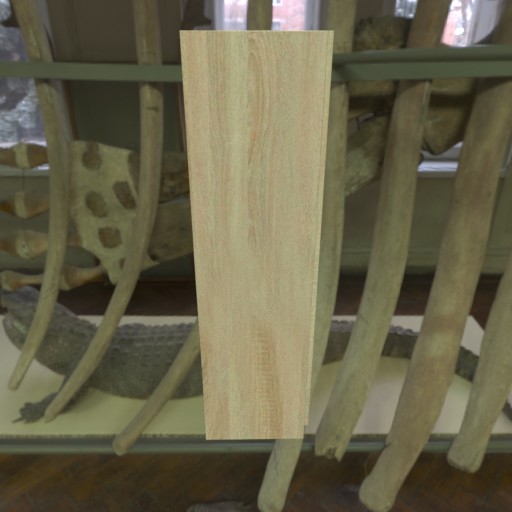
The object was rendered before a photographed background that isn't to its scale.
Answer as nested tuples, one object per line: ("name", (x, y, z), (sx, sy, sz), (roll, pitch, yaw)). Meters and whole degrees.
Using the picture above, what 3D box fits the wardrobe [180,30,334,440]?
("wardrobe", (0.000, 0.000, 2.354), (0.588, 2.117, 0.496), (0, 25, -1))
